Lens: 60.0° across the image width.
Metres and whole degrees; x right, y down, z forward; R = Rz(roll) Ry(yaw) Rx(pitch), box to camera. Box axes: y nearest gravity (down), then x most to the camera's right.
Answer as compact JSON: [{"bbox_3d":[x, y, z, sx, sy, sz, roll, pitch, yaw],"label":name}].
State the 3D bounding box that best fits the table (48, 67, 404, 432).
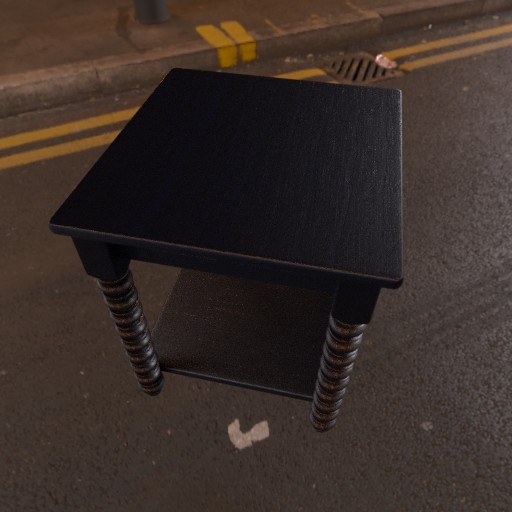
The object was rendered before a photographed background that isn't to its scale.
[{"bbox_3d":[0.000,0.000,0.979,0.500,0.567,0.533,9,47,9],"label":"table"}]
